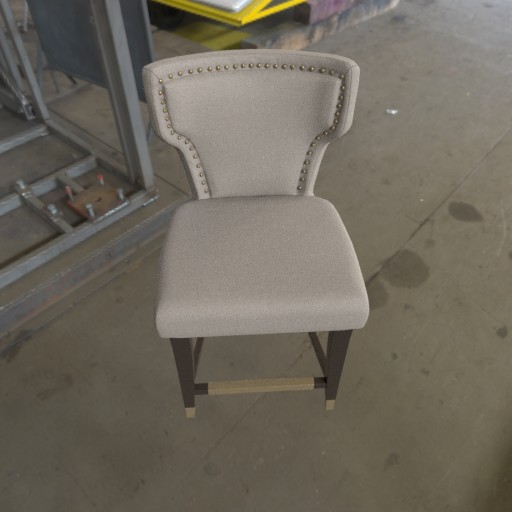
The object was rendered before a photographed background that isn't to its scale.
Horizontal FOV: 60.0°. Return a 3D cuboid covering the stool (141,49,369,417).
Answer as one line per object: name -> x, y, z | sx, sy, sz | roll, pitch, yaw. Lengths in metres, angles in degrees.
stool -> 0.000, 0.000, 1.289 | 0.527, 0.982, 0.563 | -2, 46, -2
